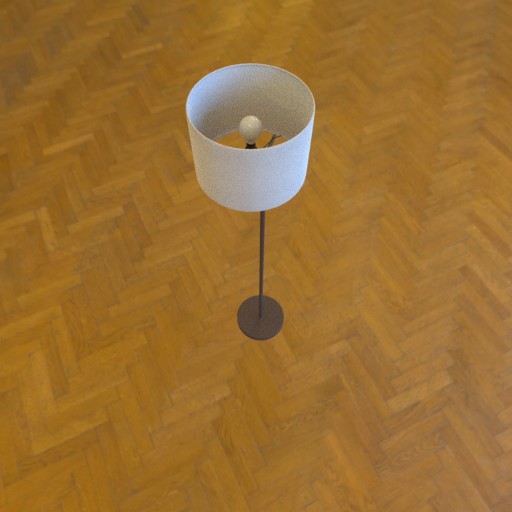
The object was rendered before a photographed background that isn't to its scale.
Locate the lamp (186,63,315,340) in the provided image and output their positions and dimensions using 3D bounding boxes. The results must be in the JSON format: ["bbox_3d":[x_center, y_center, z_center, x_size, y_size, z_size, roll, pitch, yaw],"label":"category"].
[{"bbox_3d":[0.000,0.000,1.813,0.324,1.600,0.416,15,60,9],"label":"lamp"}]
